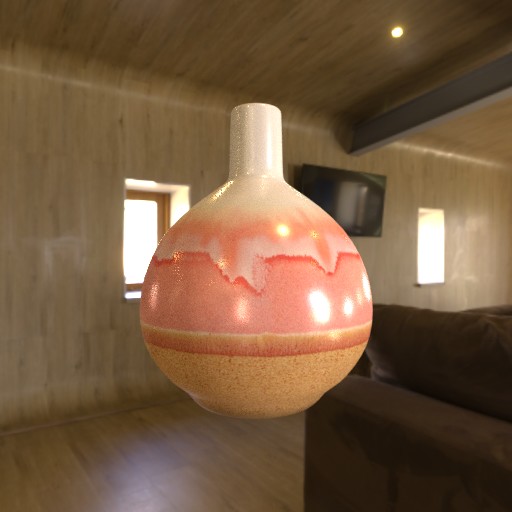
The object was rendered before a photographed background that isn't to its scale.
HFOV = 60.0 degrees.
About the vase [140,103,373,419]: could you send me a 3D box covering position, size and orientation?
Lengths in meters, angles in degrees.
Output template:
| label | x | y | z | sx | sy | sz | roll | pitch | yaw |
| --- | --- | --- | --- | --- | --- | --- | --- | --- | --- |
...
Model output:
| label | x | y | z | sx | sy | sz | roll | pitch | yaw |
| --- | --- | --- | --- | --- | --- | --- | --- | --- | --- |
| vase | 0.000 | 0.000 | 0.269 | 0.137 | 0.176 | 0.137 | 0 | 0 | 0 |
